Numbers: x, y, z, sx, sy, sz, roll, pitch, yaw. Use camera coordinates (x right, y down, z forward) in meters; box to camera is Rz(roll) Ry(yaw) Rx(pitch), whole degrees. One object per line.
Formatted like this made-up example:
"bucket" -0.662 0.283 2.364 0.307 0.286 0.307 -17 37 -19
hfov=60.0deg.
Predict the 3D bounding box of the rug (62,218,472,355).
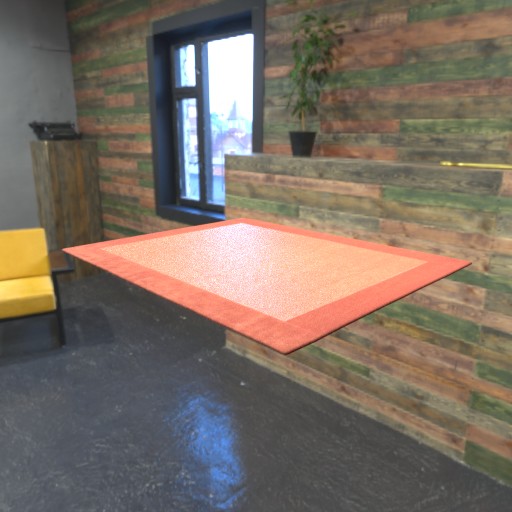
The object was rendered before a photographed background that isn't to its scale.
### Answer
"rug" 0.000 0.000 4.111 2.430 0.018 2.976 -14 21 -42
